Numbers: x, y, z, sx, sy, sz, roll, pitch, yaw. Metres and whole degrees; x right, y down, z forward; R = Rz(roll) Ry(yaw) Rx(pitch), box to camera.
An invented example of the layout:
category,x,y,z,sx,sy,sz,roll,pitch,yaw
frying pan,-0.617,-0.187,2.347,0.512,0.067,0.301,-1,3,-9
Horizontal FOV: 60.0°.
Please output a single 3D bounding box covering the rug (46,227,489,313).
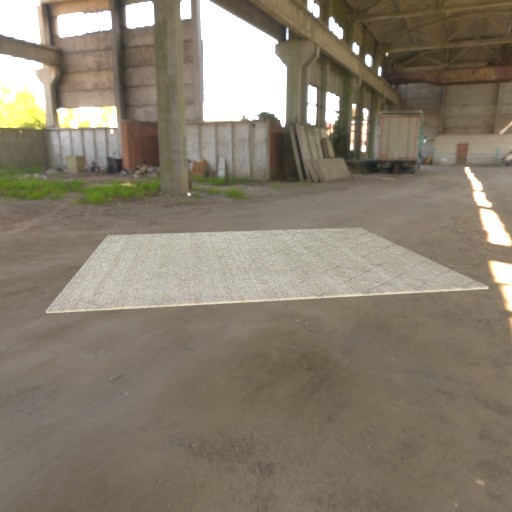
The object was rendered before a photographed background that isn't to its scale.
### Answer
category,x,y,z,sx,sy,sz,roll,pitch,yaw
rug,0.000,0.000,4.144,3.038,0.019,2.420,-2,14,-9
